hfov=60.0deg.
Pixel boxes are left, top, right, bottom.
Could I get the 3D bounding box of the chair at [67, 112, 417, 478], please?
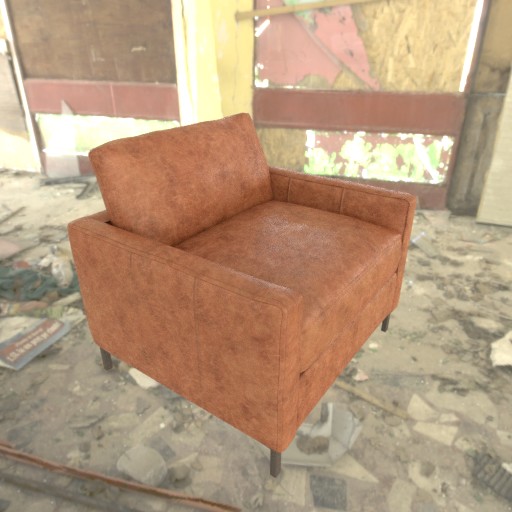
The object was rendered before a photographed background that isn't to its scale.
[{"bbox_3d":[0.000,0.000,1.631,0.862,0.869,0.967,18,33,31],"label":"chair"}]
